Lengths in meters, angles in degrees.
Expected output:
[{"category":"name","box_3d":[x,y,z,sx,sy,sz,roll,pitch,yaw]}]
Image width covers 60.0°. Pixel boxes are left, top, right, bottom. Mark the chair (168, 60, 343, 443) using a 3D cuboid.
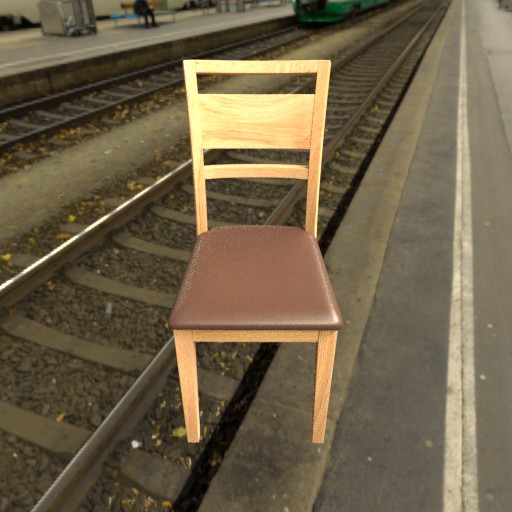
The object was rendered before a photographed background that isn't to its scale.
[{"category":"chair","box_3d":[0.000,0.000,1.231,0.420,0.940,0.545,0,32,0]}]
